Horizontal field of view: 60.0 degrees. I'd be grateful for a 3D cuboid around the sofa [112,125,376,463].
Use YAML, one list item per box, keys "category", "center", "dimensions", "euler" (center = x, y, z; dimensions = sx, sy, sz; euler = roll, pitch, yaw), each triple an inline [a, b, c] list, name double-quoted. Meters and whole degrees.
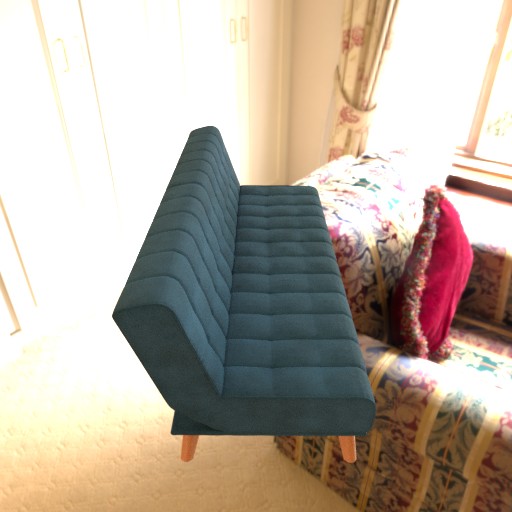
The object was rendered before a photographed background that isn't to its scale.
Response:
- category: "sofa"
  center: [0.000, 0.000, 2.269]
  dimensions: [0.855, 0.813, 1.804]
  euler: [0, 33, 0]
